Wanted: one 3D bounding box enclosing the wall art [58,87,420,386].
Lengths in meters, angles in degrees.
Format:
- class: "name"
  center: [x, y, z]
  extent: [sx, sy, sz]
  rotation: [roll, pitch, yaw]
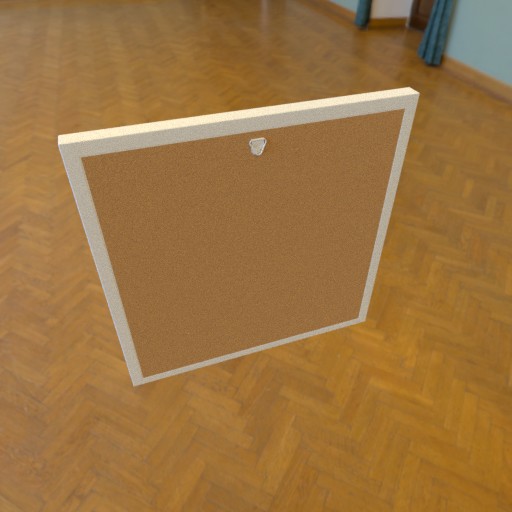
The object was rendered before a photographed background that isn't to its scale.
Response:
- class: "wall art"
  center: [0.000, 0.000, 1.147]
  extent: [0.761, 0.762, 0.050]
  rotation: [-13, 42, -14]
